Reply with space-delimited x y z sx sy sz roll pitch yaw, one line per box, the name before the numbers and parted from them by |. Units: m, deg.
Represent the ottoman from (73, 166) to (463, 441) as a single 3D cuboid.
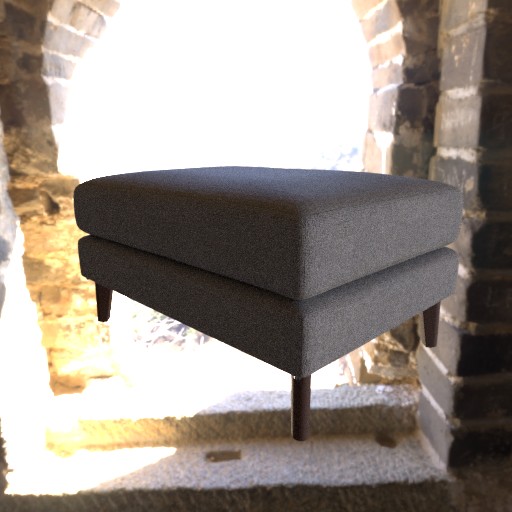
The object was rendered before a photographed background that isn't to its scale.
ottoman | 0.000 0.000 1.159 0.611 0.441 0.821 -14 20 -43
